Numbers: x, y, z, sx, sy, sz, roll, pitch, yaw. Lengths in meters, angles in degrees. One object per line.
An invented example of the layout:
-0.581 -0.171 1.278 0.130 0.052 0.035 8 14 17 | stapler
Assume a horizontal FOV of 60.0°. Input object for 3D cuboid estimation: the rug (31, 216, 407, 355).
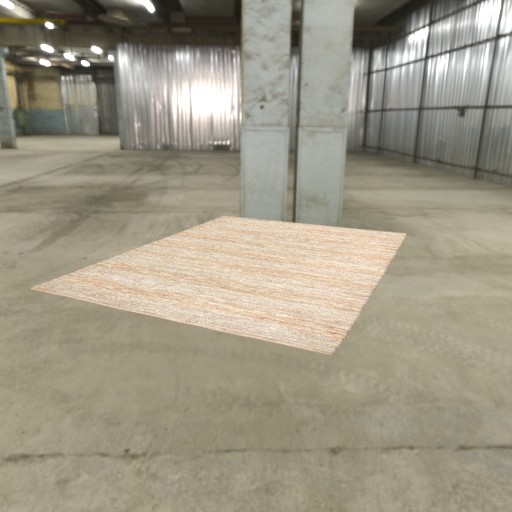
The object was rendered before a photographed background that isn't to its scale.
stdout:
0.000 0.000 4.056 2.313 0.009 2.939 8 18 24 | rug
